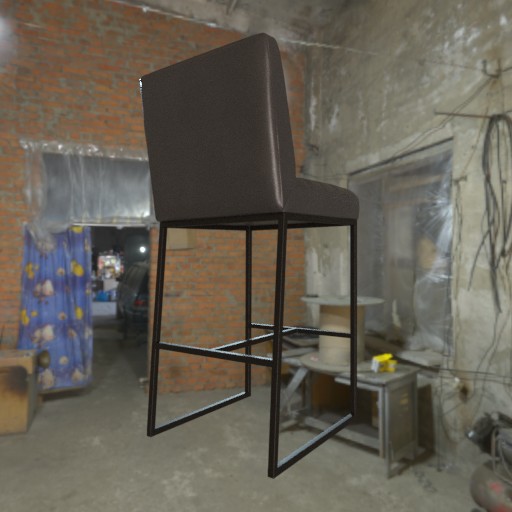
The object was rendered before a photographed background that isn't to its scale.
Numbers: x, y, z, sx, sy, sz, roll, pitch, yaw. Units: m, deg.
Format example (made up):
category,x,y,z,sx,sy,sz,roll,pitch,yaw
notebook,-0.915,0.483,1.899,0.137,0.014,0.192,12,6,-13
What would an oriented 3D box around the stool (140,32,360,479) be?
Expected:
category,x,y,z,sx,sy,sz,roll,pitch,yaw
stool,0.000,0.000,1.350,0.457,1.040,0.552,-1,-1,36
